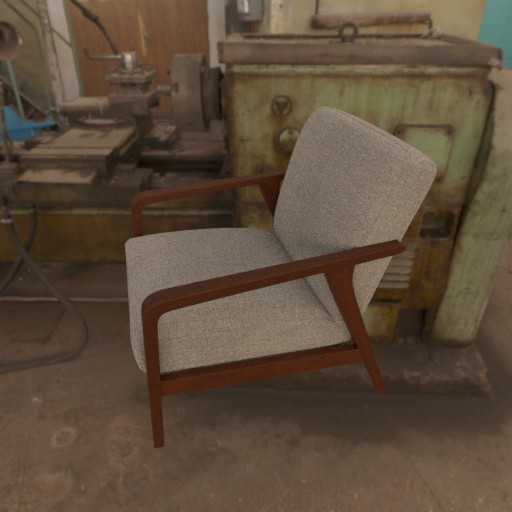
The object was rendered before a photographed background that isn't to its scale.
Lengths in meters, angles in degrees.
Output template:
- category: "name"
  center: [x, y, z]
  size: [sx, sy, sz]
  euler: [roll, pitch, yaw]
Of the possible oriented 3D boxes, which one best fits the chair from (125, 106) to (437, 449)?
- category: "chair"
  center: [0.000, 0.000, 1.495]
  size: [0.858, 0.847, 0.704]
  euler: [-8, 32, -14]
